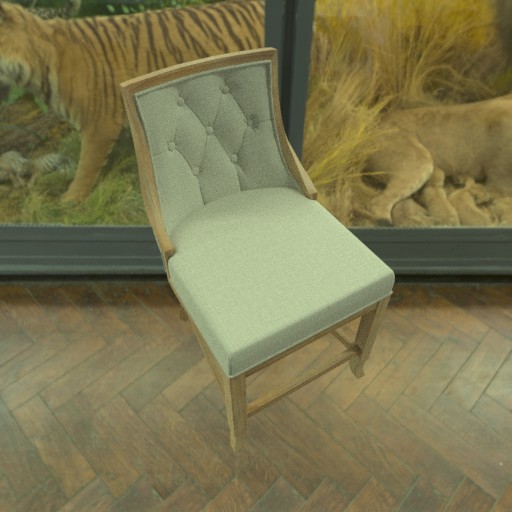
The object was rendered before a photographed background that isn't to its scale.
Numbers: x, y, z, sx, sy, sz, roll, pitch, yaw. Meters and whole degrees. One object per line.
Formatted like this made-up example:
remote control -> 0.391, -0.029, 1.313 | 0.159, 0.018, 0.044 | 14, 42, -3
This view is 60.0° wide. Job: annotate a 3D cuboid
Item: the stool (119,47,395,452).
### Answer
stool -> 0.000, 0.000, 1.317 | 0.524, 0.938, 0.626 | -23, 51, -20
